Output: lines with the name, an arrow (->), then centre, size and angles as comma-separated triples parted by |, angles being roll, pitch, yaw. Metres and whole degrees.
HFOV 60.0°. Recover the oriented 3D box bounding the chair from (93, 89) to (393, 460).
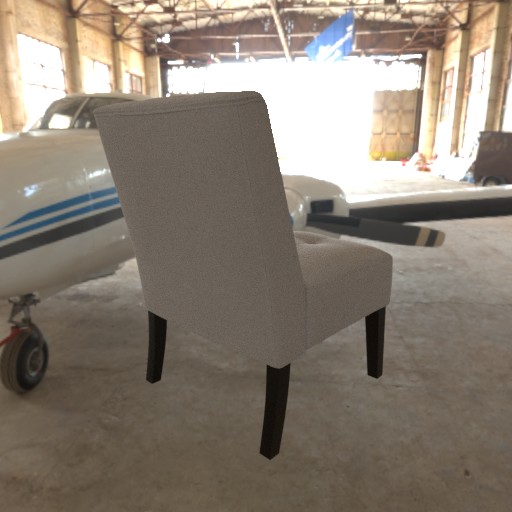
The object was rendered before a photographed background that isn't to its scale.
chair -> 0.000, 0.000, 1.313 | 0.569, 0.853, 0.676 | 13, 20, 42
